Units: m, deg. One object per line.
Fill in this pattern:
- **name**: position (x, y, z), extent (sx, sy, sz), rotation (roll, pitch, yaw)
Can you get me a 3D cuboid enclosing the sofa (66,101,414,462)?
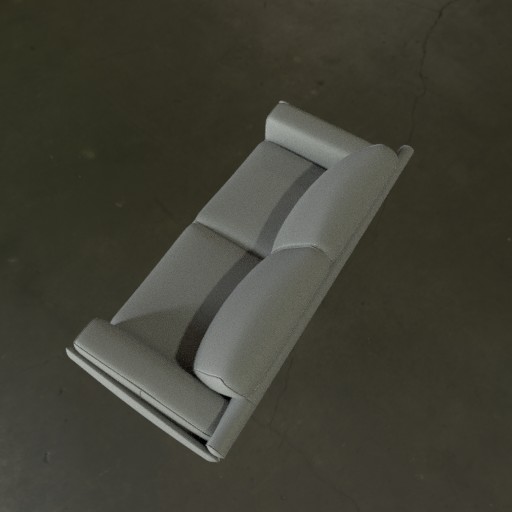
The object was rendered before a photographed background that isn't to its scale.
- **sofa**: position (0.000, 0.000, 2.600), extent (0.969, 0.900, 2.100), rotation (30, 66, 15)
